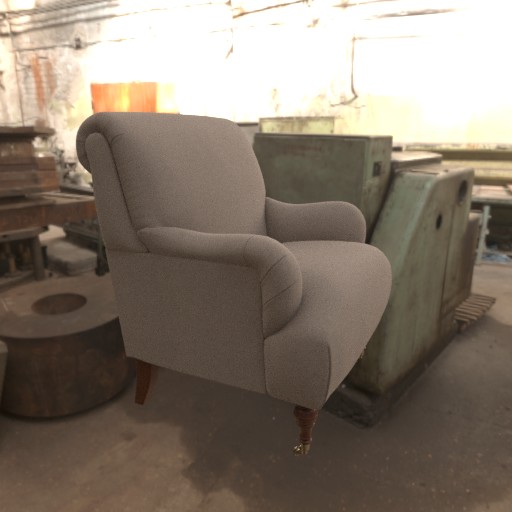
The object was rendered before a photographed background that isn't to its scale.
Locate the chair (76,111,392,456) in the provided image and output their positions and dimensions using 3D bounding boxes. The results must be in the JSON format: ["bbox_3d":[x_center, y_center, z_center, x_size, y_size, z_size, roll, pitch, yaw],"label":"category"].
[{"bbox_3d":[0.000,0.000,1.518,0.842,0.942,0.766,8,17,26],"label":"chair"}]
